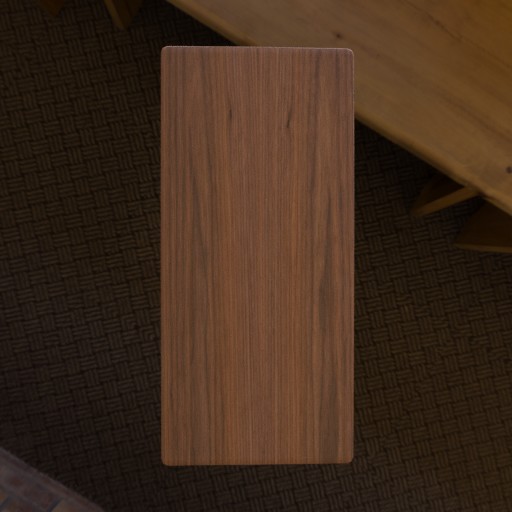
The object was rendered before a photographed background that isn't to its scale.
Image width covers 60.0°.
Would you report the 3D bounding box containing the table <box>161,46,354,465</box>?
[{"bbox_3d":[0.000,0.000,1.690,0.637,0.468,1.375,0,90,-2],"label":"table"}]
